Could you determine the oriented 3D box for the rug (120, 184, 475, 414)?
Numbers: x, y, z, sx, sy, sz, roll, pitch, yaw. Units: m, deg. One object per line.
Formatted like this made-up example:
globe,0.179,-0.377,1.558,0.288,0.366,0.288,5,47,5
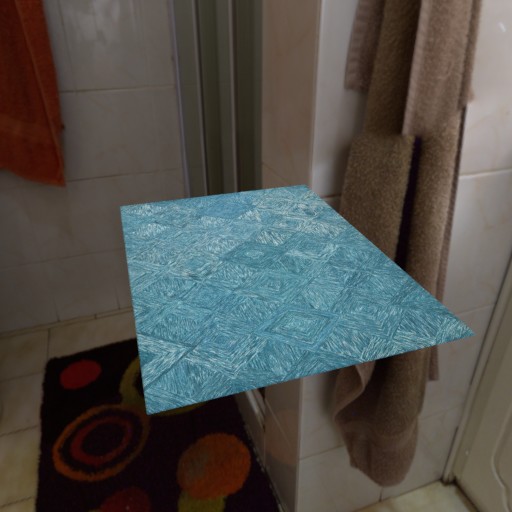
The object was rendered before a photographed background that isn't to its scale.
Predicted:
rug,0.000,0.000,4.310,2.405,0.027,3.217,-9,31,-15
